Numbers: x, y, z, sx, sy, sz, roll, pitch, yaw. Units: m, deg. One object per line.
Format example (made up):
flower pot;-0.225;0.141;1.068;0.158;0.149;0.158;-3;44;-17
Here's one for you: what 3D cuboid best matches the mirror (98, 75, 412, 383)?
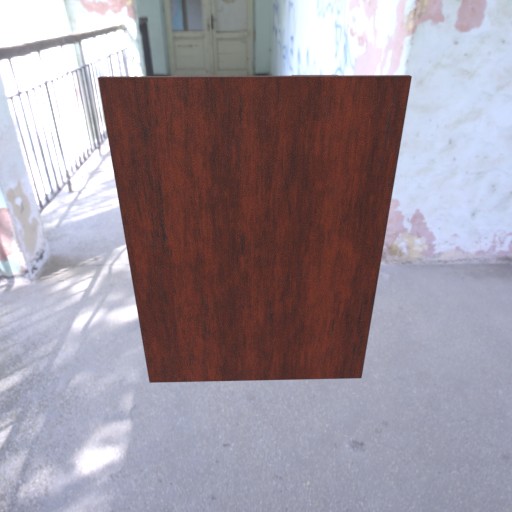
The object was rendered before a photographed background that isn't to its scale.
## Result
mirror;0.000;0.000;1.059;0.600;0.805;0.021;-1;30;-1
